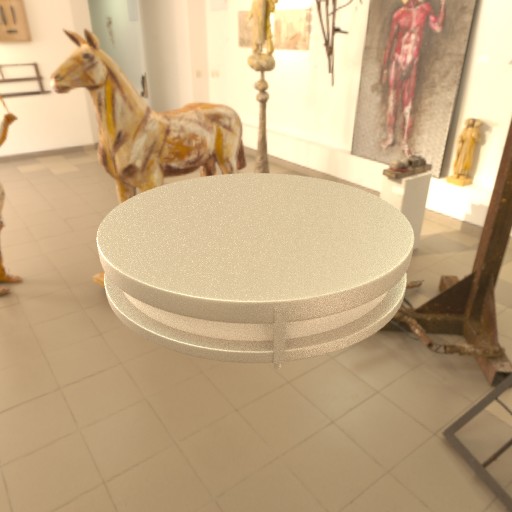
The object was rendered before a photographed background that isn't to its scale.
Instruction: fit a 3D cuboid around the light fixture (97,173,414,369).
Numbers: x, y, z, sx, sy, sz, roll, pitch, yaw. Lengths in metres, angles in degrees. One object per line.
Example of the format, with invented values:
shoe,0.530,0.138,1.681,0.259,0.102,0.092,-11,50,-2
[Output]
light fixture,0.000,0.000,0.542,0.356,0.102,0.356,0,28,0
